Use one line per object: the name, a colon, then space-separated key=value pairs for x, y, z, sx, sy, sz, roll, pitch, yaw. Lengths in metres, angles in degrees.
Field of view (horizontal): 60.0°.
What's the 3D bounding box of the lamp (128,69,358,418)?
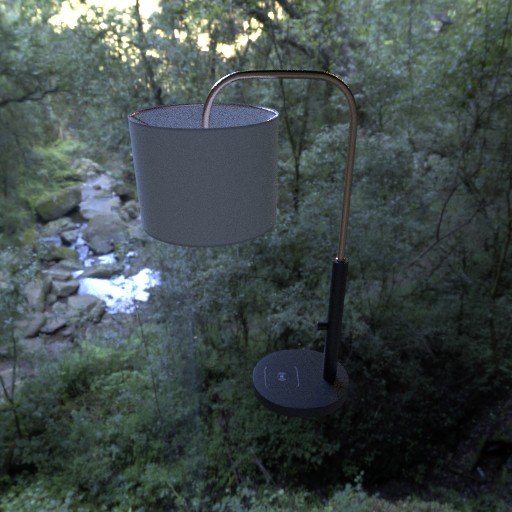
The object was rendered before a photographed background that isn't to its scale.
lamp: x=0.000 y=0.000 z=0.695 sx=0.337 sy=0.540 sz=0.199 roll=0 pitch=27 yaw=-1
